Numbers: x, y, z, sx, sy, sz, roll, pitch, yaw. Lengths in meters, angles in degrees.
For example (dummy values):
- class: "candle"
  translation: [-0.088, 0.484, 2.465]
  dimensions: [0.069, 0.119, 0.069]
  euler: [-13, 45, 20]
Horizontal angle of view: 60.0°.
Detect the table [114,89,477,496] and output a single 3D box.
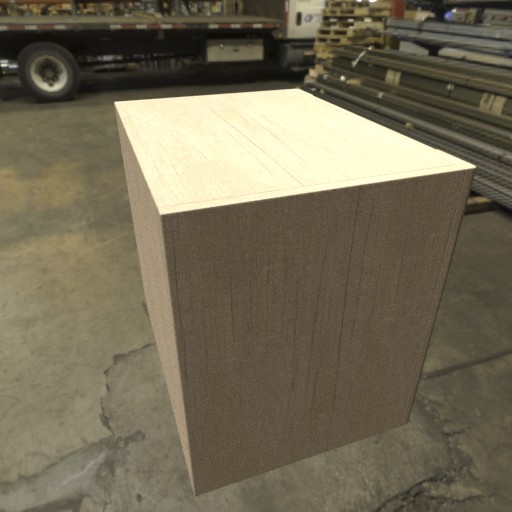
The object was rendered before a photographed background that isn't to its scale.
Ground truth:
- class: "table"
  translation: [0.000, 0.000, 0.882]
  dimensions: [0.420, 0.510, 0.570]
  euler: [-11, 33, -17]
